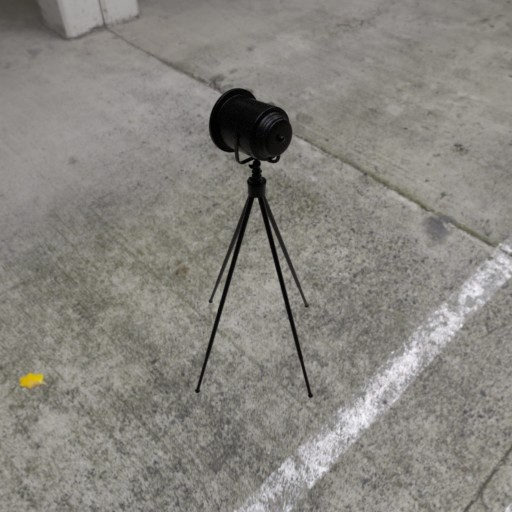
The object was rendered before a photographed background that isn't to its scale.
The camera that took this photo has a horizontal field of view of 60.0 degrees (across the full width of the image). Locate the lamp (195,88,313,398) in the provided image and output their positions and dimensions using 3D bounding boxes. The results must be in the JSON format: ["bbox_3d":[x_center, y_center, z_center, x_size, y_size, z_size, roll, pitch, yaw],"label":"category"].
[{"bbox_3d":[0.000,0.000,2.047,0.879,1.504,0.884,-33,54,-28],"label":"lamp"}]
